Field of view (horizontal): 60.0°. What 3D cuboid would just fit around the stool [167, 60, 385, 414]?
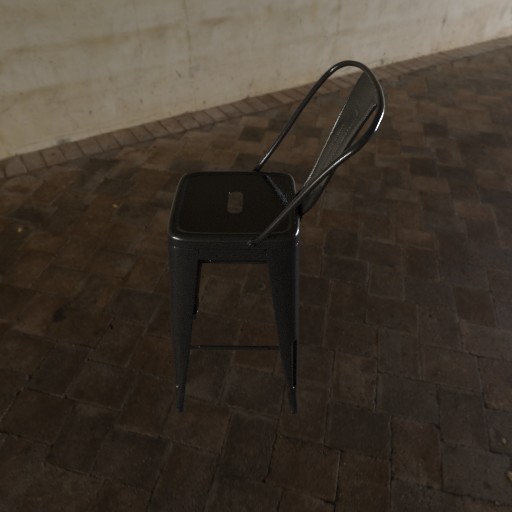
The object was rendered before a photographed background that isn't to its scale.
[{"bbox_3d":[0.000,0.000,1.291,0.528,1.022,0.432,0,42,0],"label":"stool"}]
